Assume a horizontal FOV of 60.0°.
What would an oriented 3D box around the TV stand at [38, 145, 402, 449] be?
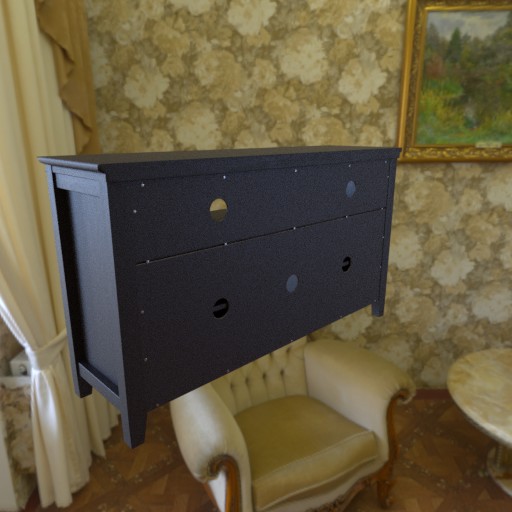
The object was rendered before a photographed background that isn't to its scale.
[{"bbox_3d":[0.000,0.000,1.477,1.198,0.681,0.347,-15,22,-42],"label":"TV stand"}]
